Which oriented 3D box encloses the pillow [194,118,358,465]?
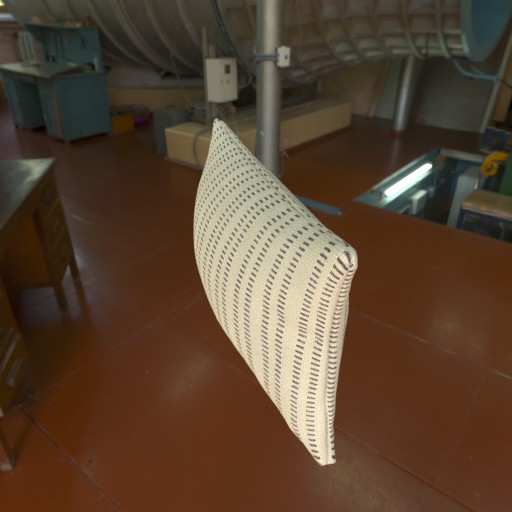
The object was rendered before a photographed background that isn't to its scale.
[{"bbox_3d":[0.000,0.000,0.803,0.210,0.353,0.640,-9,31,-15],"label":"pillow"}]
